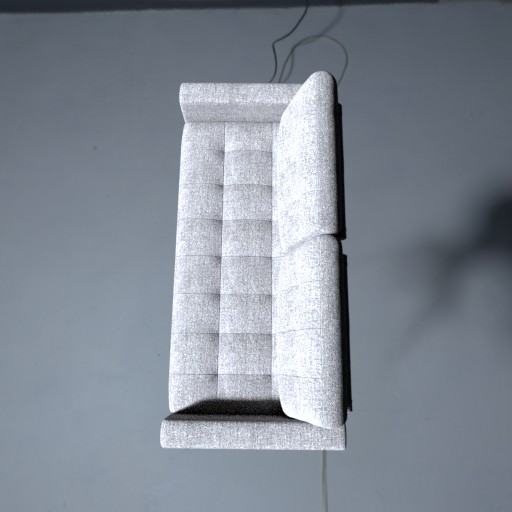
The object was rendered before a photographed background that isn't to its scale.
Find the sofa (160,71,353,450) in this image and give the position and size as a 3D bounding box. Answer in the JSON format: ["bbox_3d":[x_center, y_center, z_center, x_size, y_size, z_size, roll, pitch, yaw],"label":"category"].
[{"bbox_3d":[0.000,0.000,2.302,0.863,0.902,1.821,1,77,0],"label":"sofa"}]
